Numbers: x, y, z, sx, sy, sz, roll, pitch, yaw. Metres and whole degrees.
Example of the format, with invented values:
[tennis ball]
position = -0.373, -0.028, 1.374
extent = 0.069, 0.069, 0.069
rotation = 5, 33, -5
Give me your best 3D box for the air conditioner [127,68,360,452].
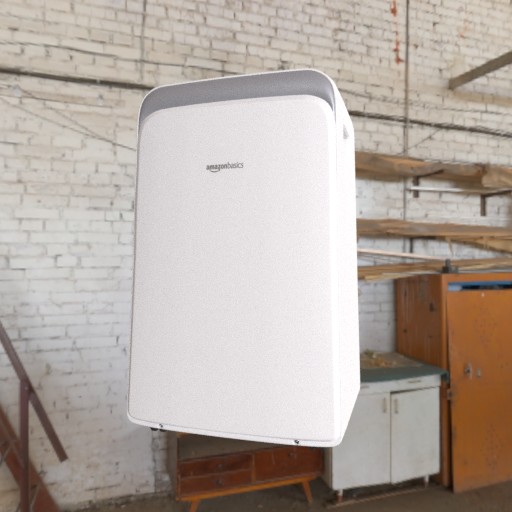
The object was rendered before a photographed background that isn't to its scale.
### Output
[air conditioner]
position = 0.000, 0.000, 1.069
extent = 0.478, 0.765, 0.467
rotation = 0, 0, 16
